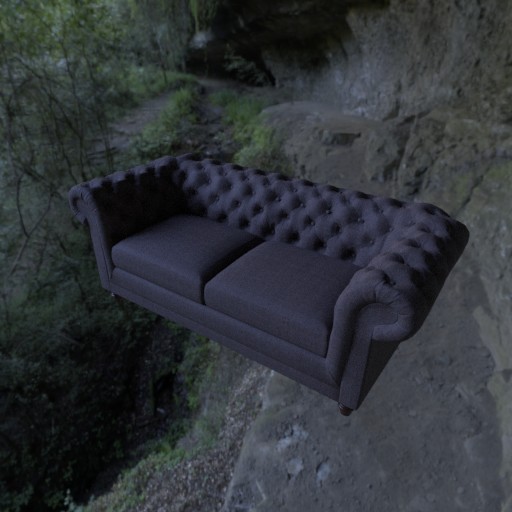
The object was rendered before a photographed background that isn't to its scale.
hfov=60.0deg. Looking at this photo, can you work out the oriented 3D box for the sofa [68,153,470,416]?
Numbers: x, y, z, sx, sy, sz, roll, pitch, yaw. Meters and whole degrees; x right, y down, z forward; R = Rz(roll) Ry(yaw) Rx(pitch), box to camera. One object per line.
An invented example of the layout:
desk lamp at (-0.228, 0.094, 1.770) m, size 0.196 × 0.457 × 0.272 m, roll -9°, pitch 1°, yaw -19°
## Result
sofa at (0.000, 0.000, 2.523) m, size 2.048 × 0.780 × 0.944 m, roll 19°, pitch 34°, yaw 30°
